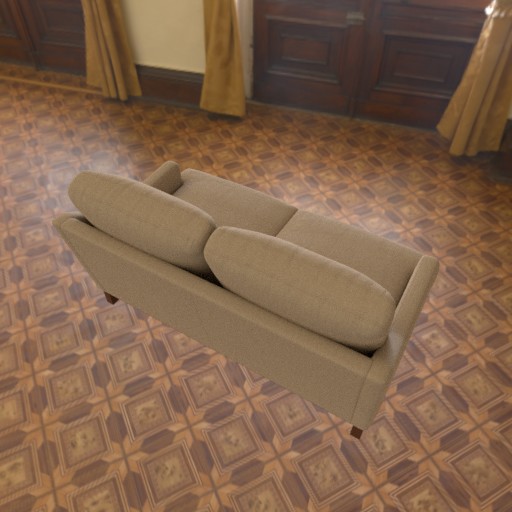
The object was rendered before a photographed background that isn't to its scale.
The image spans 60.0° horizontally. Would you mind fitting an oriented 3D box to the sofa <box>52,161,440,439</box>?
[{"bbox_3d":[0.000,0.000,2.203,1.619,0.910,1.004,23,50,21],"label":"sofa"}]
